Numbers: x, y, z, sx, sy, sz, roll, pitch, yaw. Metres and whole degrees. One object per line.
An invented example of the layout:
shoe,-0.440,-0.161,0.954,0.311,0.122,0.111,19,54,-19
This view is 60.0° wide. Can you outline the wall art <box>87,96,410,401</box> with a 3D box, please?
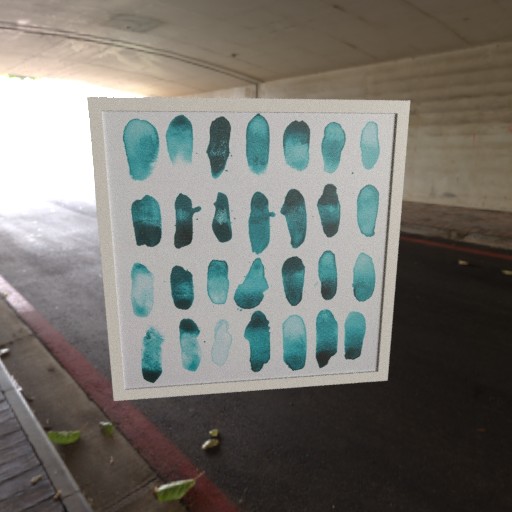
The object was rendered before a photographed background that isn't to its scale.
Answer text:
wall art,0.000,0.000,1.210,0.812,0.813,0.013,-2,14,-8
